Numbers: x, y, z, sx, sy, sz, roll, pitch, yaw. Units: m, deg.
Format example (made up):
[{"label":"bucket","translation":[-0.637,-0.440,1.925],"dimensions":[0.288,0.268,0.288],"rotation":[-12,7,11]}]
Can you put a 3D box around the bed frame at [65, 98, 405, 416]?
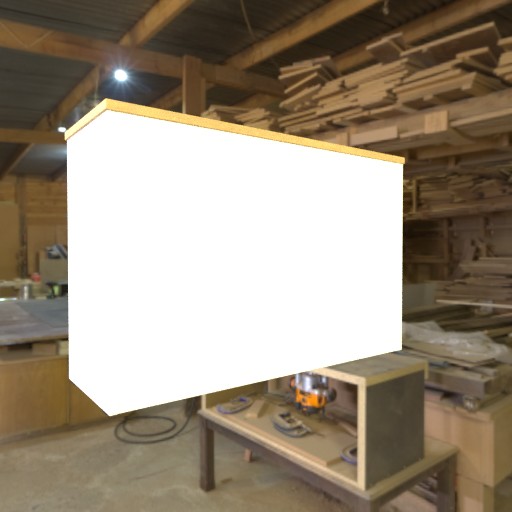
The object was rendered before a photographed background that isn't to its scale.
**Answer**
[{"label":"bed frame","translation":[0.000,0.000,1.730],"dimensions":[1.300,0.850,0.430],"rotation":[-1,1,-37]}]
